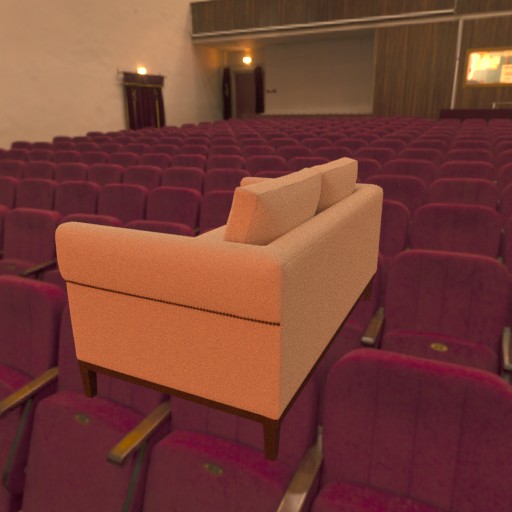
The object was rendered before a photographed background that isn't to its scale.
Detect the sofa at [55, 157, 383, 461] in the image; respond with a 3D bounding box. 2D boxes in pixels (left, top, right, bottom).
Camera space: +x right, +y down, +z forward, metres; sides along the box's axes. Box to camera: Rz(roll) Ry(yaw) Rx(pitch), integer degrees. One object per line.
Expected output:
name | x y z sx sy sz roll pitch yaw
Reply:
sofa | 0.000 0.000 2.156 0.905 0.873 1.598 8 19 24
